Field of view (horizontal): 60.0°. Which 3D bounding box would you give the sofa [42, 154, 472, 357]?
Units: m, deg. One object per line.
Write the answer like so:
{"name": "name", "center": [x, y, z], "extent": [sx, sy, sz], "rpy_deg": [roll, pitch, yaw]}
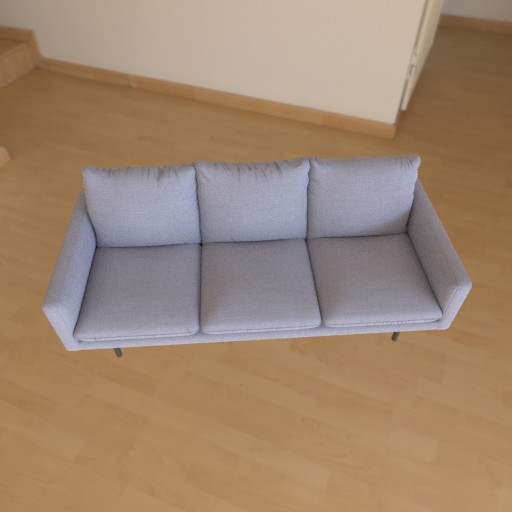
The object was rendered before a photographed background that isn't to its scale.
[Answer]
{"name": "sofa", "center": [0.000, 0.000, 2.417], "extent": [2.000, 0.830, 0.850], "rpy_deg": [-3, 47, -3]}
